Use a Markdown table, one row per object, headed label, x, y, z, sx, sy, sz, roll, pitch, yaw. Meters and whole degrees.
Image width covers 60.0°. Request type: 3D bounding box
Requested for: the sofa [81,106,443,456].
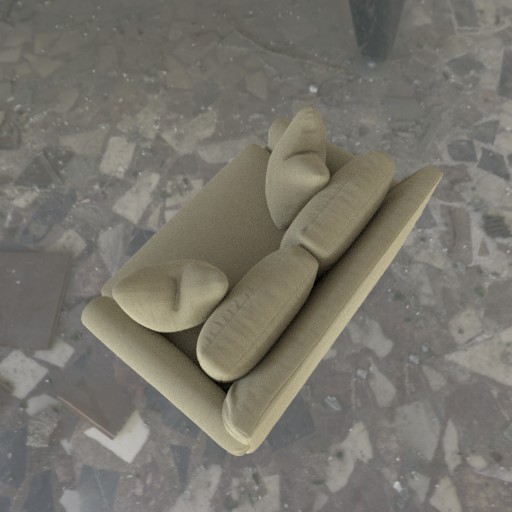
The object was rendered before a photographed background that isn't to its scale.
| label | x | y | z | sx | sy | sz | roll | pitch | yaw |
| --- | --- | --- | --- | --- | --- | --- | --- | --- | --- |
| sofa | 0.000 | 0.000 | 2.202 | 1.070 | 0.905 | 1.550 | 35 | 68 | 16 |
